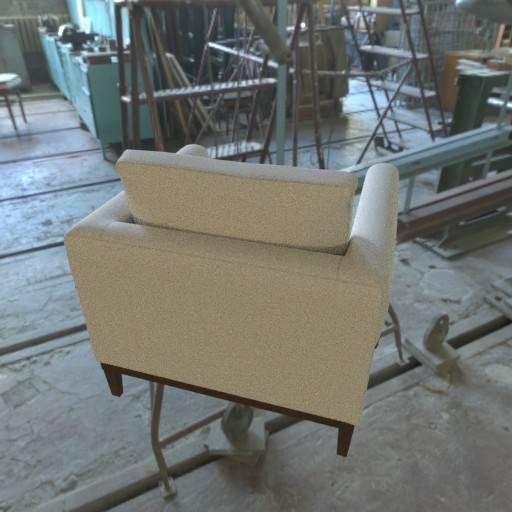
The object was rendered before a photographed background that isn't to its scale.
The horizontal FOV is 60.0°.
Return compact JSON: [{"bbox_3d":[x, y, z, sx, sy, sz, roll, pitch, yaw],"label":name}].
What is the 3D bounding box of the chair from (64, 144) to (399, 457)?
[{"bbox_3d":[0.000,0.000,1.691,0.982,0.915,0.896,9,33,14],"label":"chair"}]
